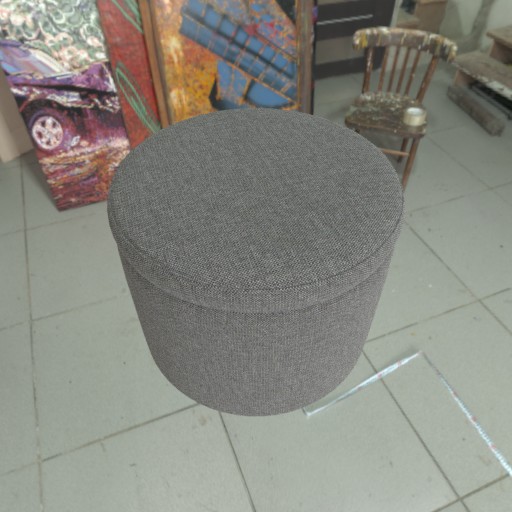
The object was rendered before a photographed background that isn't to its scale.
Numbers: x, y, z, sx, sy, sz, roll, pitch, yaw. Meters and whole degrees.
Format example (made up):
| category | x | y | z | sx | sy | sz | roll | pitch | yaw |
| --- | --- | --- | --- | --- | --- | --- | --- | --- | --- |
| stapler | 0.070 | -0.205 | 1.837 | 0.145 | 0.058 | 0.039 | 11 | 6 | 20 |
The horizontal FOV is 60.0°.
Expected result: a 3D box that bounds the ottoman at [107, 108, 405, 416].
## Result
| category | x | y | z | sx | sy | sz | roll | pitch | yaw |
| --- | --- | --- | --- | --- | --- | --- | --- | --- | --- |
| ottoman | 0.000 | 0.000 | 0.918 | 0.520 | 0.430 | 0.520 | 0 | 46 | 0 |
